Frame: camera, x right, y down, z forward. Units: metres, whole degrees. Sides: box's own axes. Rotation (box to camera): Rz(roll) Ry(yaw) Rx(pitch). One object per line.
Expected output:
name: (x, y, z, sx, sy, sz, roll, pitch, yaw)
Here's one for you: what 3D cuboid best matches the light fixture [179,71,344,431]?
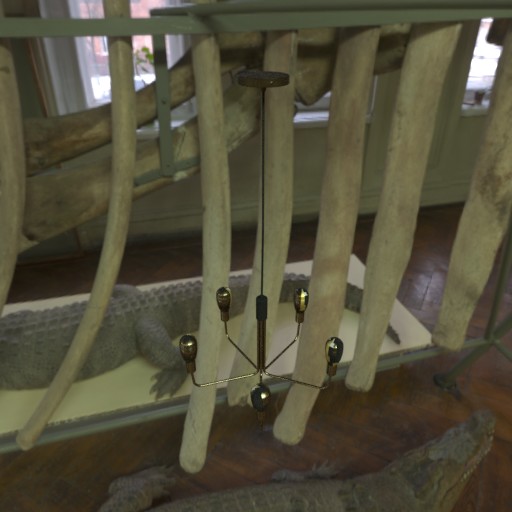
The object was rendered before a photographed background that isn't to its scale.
light fixture: (0.000, 0.000, 1.394, 0.532, 1.059, 0.588, -8, 31, -14)
